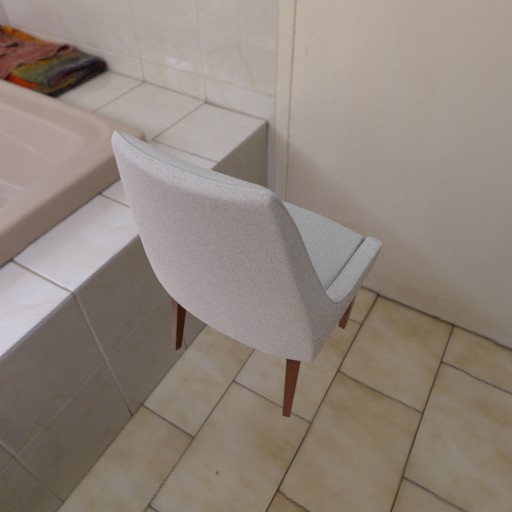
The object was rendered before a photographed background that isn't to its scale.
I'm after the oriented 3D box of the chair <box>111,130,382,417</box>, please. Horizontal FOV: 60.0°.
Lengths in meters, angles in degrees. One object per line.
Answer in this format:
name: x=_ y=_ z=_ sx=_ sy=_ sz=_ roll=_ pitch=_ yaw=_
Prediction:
chair: x=0.000 y=0.000 z=1.189 sx=0.529 sy=0.861 sz=0.544 roll=25 pitch=51 yaw=22
